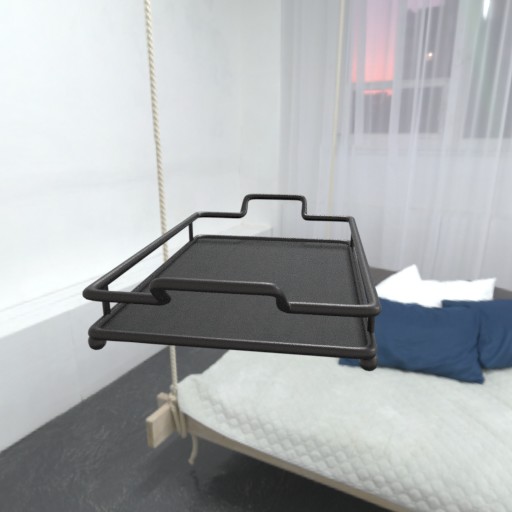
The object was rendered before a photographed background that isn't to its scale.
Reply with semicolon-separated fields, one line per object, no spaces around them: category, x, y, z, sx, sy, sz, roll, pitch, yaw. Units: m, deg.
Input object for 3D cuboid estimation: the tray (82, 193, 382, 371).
tray;0.000;0.000;0.622;0.297;0.101;0.495;2;17;8
